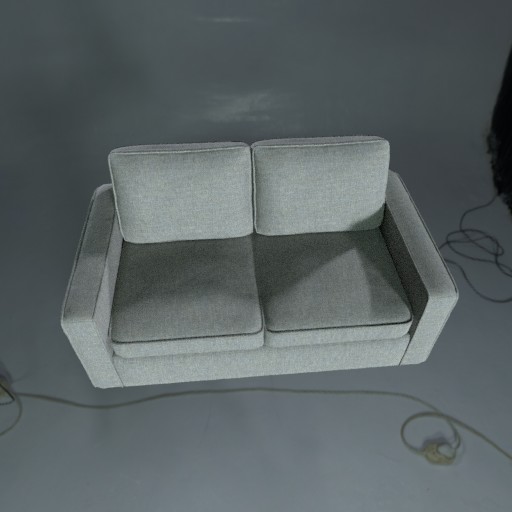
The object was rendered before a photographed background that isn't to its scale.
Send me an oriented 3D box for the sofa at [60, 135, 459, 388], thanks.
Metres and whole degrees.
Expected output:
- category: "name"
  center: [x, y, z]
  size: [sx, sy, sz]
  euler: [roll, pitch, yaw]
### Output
- category: "sofa"
  center: [0.000, 0.000, 2.258]
  size: [1.706, 0.915, 0.945]
  euler: [-4, 46, -3]
